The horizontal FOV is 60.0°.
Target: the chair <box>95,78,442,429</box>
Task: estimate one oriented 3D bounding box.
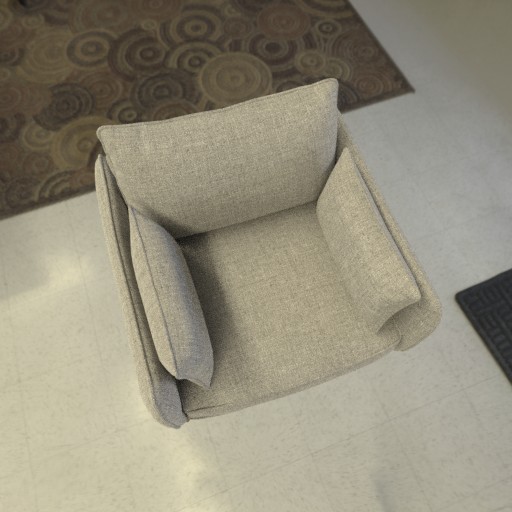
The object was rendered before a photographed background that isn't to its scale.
[{"bbox_3d":[0.000,0.000,1.633,0.993,0.839,0.976,-16,66,-8],"label":"chair"}]
